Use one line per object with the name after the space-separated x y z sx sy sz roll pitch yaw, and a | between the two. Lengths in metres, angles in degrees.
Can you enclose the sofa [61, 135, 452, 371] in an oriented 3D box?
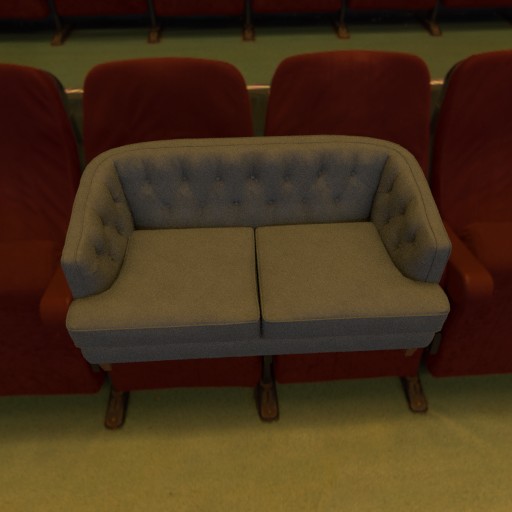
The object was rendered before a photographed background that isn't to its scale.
0.000 0.000 2.292 1.733 0.855 0.941 -2 45 -2 | sofa
